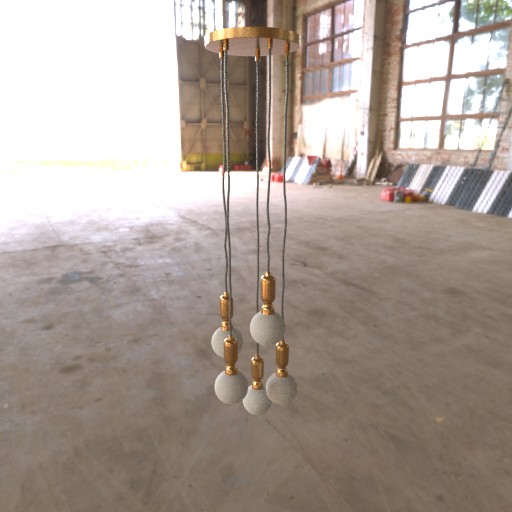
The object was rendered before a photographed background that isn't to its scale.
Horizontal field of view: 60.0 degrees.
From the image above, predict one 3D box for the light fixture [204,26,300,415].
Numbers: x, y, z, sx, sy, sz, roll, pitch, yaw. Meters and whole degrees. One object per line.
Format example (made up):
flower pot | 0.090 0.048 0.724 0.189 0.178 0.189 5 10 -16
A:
light fixture | 0.000 0.000 0.507 0.105 0.457 0.108 -2 15 -9
